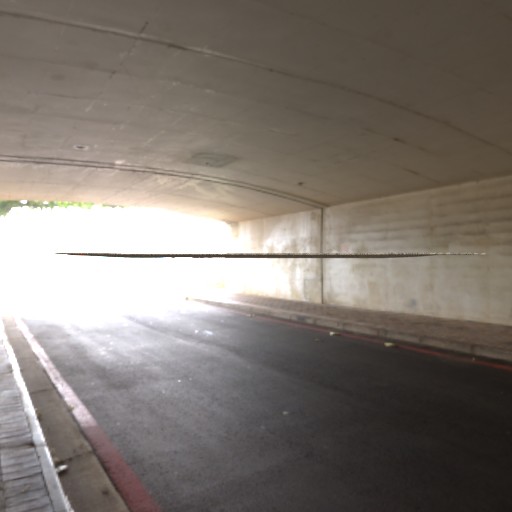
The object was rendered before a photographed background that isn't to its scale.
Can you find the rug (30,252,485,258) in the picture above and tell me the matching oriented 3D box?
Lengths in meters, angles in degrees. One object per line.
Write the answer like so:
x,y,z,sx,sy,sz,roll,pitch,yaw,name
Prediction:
0.000,0.000,4.144,3.054,0.030,2.430,0,-1,0,rug
